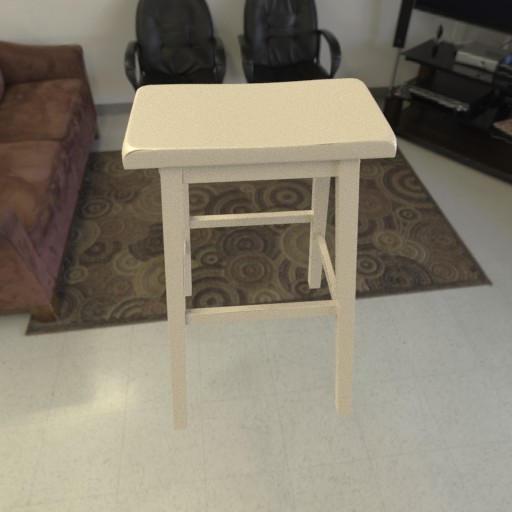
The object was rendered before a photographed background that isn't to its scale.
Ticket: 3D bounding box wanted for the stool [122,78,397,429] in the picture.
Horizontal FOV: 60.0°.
[{"bbox_3d":[0.000,0.000,1.048,0.457,0.737,0.476,-3,45,-3],"label":"stool"}]
